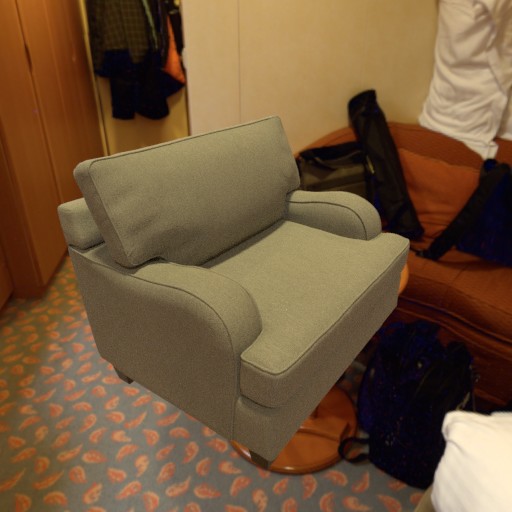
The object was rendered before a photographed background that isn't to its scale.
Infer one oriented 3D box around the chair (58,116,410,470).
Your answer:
[{"bbox_3d":[0.000,0.000,1.981,1.041,1.016,1.220,18,32,31],"label":"chair"}]
